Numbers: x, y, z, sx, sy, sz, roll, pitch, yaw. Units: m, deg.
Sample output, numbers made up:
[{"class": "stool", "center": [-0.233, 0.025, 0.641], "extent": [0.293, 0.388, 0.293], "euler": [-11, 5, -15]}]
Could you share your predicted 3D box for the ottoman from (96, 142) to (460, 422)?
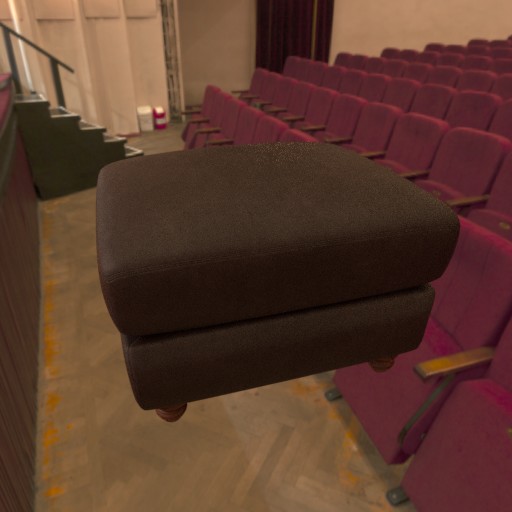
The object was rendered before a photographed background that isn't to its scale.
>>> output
[{"class": "ottoman", "center": [0.000, 0.000, 1.255], "extent": [0.806, 0.569, 0.670], "euler": [-8, 29, -15]}]
